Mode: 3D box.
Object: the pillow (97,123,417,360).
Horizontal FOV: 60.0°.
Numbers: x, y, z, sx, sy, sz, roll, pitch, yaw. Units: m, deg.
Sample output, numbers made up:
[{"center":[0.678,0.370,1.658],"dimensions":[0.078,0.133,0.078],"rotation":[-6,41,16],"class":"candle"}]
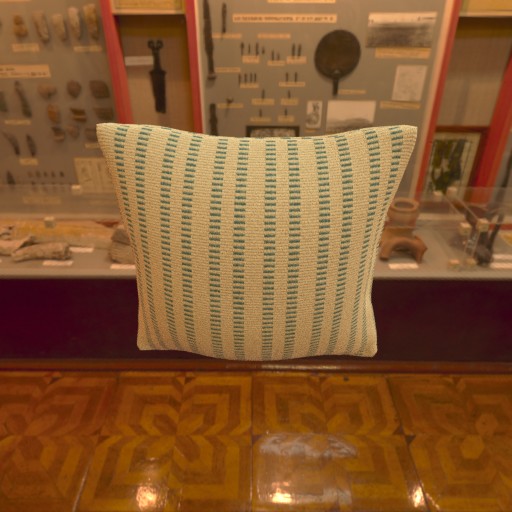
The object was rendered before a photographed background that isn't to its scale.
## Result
[{"center":[0.000,0.000,0.704],"dimensions":[0.438,0.419,0.247],"rotation":[1,32,2],"class":"pillow"}]
